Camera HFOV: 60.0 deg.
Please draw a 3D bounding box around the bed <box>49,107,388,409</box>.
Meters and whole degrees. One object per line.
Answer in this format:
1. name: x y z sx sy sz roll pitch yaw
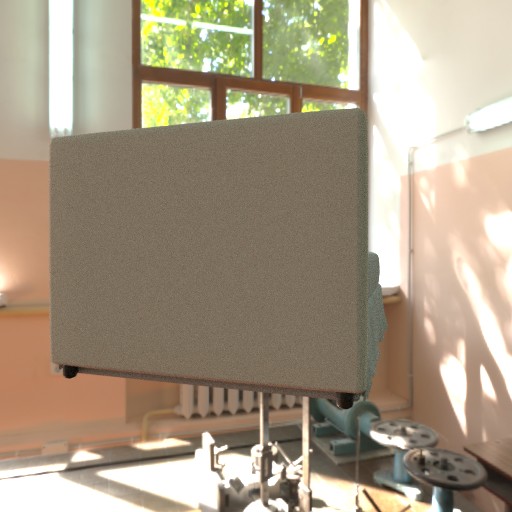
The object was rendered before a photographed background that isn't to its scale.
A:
1. bed: 0.000 0.000 3.150 1.748 1.330 2.142 0 1 18
